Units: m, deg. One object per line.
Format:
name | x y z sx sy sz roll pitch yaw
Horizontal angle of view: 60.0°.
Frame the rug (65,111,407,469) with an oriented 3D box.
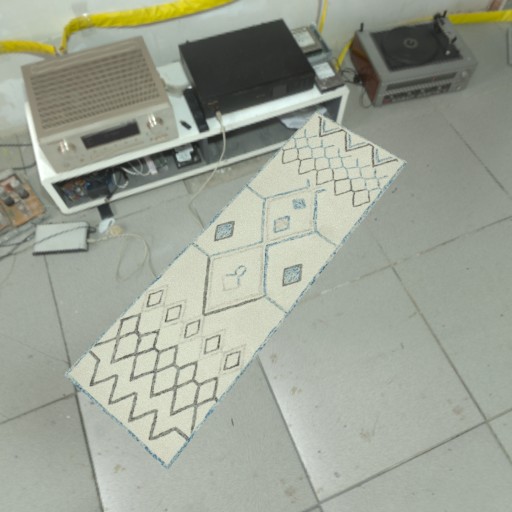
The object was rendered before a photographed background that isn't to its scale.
rug | 0.000 0.000 2.750 0.770 0.013 2.434 35 68 16
